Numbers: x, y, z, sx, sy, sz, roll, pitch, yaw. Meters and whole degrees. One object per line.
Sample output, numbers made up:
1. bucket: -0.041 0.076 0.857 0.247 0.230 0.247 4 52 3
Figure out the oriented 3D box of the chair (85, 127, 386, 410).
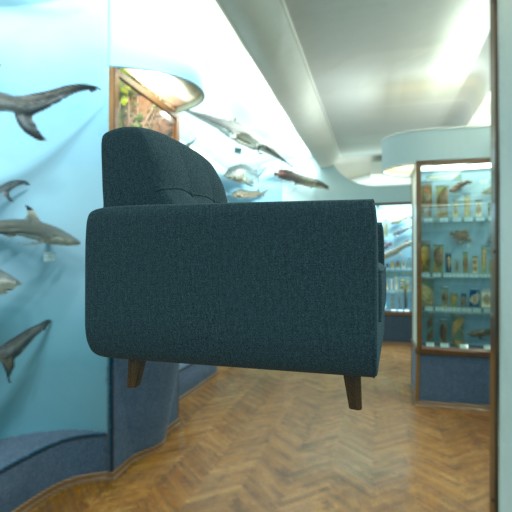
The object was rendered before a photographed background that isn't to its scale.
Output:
1. chair: 0.000 0.000 1.725 0.964 0.940 0.880 0 -1 17
